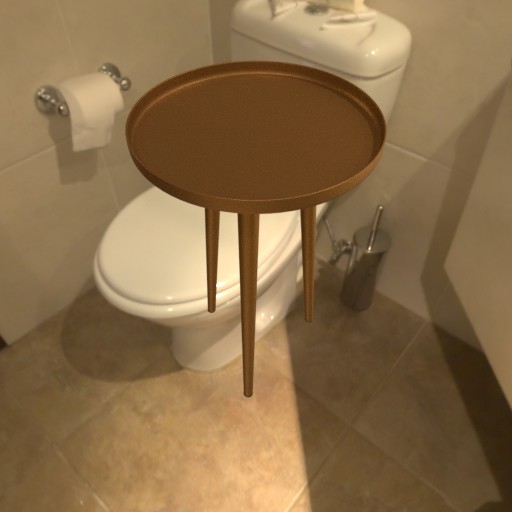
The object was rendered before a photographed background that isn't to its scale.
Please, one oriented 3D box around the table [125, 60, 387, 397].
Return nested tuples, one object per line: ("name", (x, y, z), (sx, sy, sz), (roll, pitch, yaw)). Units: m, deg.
("table", (0.000, 0.000, 0.693), (0.299, 0.480, 0.299), (3, 48, 3))
